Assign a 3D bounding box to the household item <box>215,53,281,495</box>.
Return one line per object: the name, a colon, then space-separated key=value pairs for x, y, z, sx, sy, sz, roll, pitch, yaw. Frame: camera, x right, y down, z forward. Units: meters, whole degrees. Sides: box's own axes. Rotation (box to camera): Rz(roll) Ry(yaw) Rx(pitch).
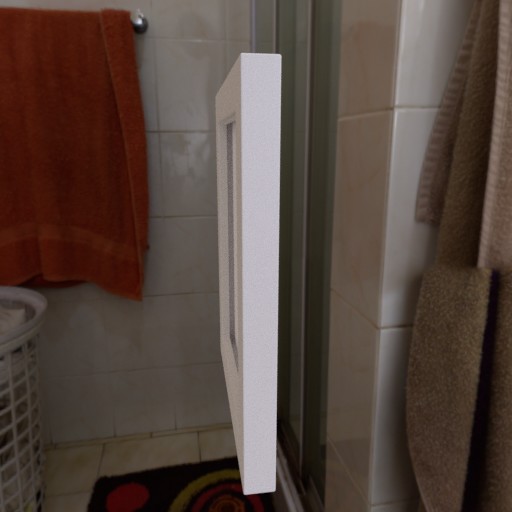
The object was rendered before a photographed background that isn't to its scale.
household item: x=0.000 y=0.000 z=0.339 sx=0.045 sy=0.250 sz=0.200 roll=-2 pitch=14 yaw=-8
